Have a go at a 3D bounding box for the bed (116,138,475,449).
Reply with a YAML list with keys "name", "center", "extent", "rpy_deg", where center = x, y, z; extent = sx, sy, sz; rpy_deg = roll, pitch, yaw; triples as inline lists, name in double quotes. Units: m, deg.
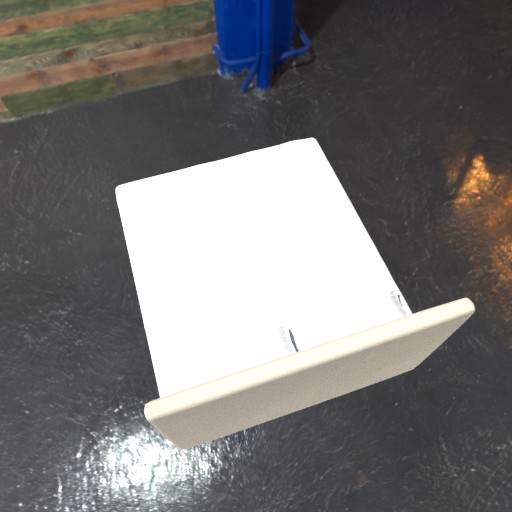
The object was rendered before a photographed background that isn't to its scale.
- name: "bed"
  center: [0.000, 0.000, 3.610]
  extent: [2.119, 1.317, 2.319]
  rpy_deg: [-16, 61, -9]
